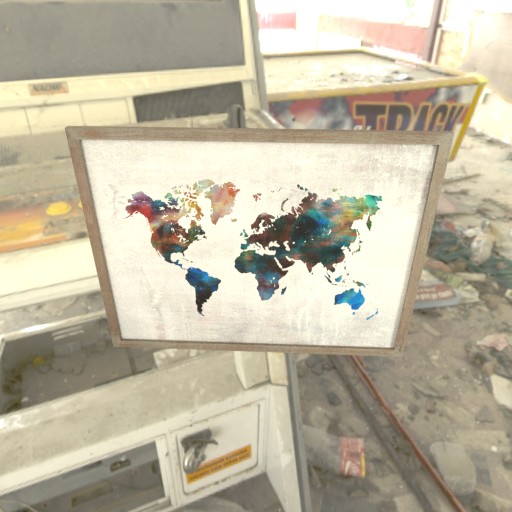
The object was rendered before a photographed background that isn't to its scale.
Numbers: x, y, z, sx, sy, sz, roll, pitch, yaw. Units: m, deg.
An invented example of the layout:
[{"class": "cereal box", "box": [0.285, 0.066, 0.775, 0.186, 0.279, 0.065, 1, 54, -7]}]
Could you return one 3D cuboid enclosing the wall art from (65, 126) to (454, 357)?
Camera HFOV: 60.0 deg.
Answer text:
[{"class": "wall art", "box": [0.000, 0.000, 1.359, 1.012, 0.774, 0.019, 1, 31, 2]}]
